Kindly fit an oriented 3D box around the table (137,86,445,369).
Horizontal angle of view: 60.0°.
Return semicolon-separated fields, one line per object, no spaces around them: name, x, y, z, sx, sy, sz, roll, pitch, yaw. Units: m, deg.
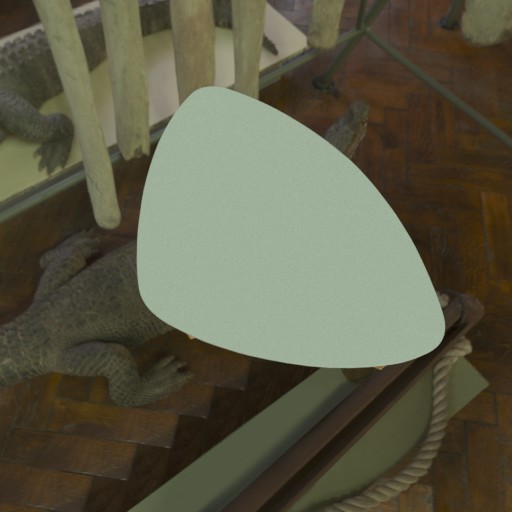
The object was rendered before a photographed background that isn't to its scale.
table;0.000;0.000;1.635;0.850;0.440;1.250;-33;68;-15
